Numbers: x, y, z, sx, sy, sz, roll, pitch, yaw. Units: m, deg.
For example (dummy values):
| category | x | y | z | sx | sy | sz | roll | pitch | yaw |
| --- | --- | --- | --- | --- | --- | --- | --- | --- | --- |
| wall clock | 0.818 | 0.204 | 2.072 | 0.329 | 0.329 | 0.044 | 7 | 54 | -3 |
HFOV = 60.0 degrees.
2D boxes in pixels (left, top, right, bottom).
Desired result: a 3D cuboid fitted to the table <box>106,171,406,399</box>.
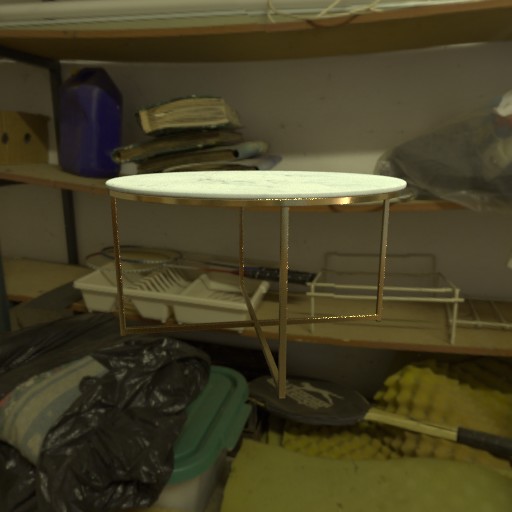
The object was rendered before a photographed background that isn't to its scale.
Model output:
| category | x | y | z | sx | sy | sz | roll | pitch | yaw |
| --- | --- | --- | --- | --- | --- | --- | --- | --- | --- |
| table | 0.000 | 0.000 | 1.293 | 0.800 | 0.450 | 0.800 | 0 | 14 | 0 |
